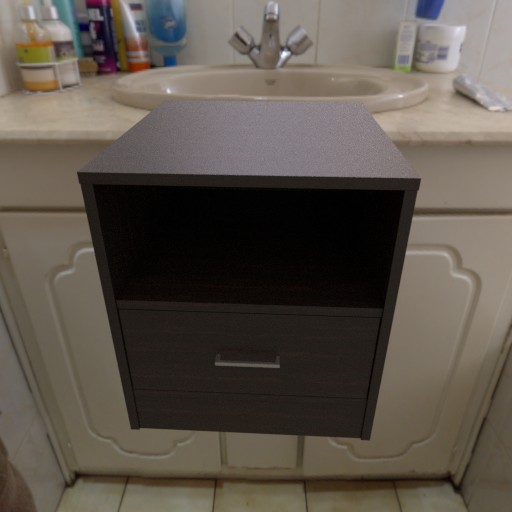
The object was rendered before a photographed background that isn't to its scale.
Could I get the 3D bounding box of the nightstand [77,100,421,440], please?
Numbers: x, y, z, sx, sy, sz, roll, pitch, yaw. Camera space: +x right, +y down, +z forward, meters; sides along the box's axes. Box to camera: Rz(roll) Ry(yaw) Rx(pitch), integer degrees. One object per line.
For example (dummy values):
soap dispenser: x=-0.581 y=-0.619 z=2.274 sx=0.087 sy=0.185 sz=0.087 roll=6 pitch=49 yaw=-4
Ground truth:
nightstand: x=0.000 y=0.000 z=0.813 sx=0.400 sy=0.460 sz=0.461 roll=2 pitch=30 yaw=3
